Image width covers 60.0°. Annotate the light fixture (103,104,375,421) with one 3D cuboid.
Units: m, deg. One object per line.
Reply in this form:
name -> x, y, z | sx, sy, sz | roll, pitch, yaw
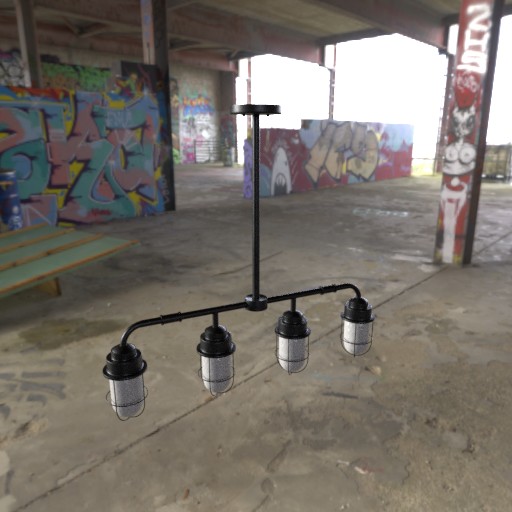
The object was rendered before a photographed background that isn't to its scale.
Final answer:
light fixture -> 0.000, 0.000, 1.220 | 0.852, 0.785, 0.131 | -8, 17, -26
